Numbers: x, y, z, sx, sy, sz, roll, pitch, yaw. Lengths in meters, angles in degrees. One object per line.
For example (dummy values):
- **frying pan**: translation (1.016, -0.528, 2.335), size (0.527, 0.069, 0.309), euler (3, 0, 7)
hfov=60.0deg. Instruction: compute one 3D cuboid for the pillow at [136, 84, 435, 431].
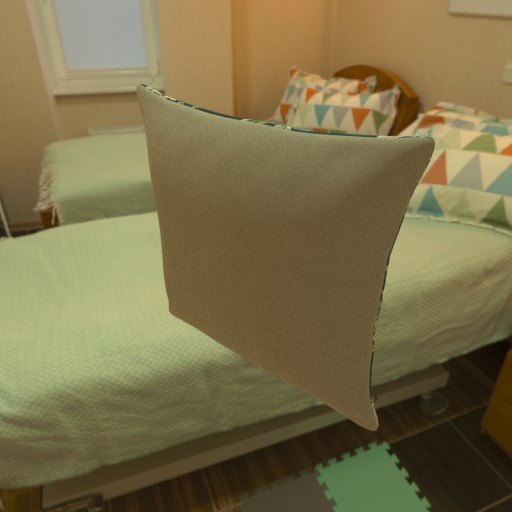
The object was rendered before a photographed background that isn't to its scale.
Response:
- **pillow**: translation (0.000, 0.000, 0.766), size (0.525, 0.508, 0.166), euler (23, 38, 33)
